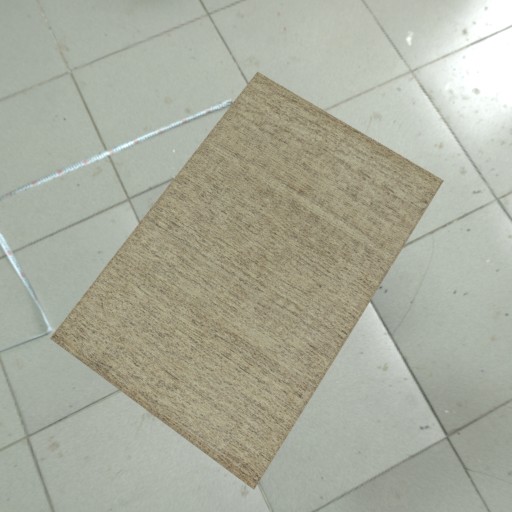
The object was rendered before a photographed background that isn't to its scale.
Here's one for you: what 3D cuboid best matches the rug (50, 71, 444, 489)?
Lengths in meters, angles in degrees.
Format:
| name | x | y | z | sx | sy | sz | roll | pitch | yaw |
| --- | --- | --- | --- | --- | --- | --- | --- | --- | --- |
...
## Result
| name | x | y | z | sx | sy | sz | roll | pitch | yaw |
| --- | --- | --- | --- | --- | --- | --- | --- | --- | --- |
| rug | 0.000 | 0.000 | 2.278 | 1.211 | 0.018 | 1.822 | 33 | 78 | 8 |
